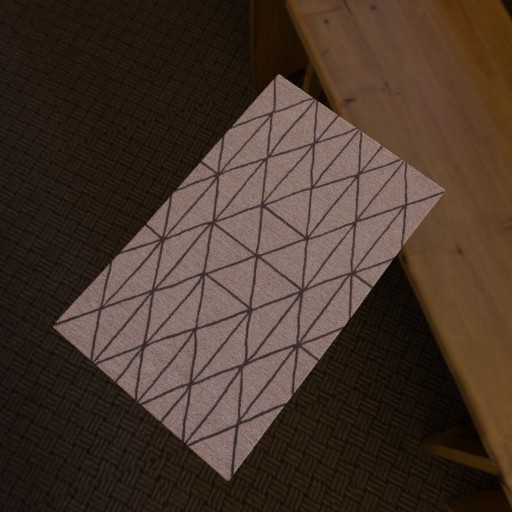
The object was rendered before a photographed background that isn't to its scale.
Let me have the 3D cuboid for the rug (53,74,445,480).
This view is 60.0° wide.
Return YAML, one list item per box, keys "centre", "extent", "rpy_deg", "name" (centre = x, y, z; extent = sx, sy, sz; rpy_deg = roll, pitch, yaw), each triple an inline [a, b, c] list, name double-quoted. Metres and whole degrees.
- centre: [0.000, 0.000, 3.086]
  extent: [1.526, 0.008, 2.465]
  rpy_deg: [38, 80, 8]
  name: "rug"
